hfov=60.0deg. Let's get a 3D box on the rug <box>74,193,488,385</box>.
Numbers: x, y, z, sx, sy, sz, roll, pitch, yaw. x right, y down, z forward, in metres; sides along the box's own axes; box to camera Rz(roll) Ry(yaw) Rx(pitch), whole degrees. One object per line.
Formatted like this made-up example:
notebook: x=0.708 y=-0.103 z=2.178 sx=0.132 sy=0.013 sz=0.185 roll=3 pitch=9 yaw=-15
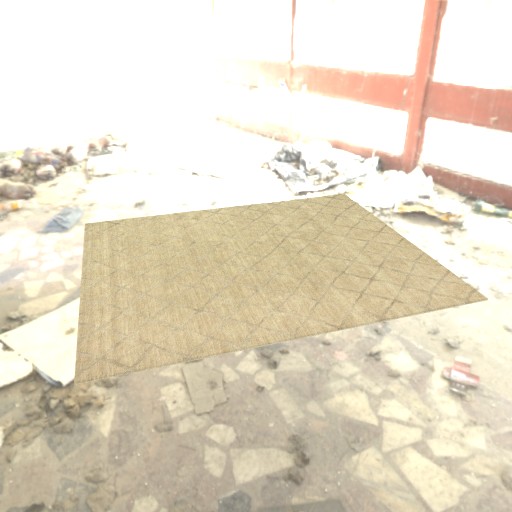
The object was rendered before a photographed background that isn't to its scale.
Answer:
rug: x=0.000 y=0.000 z=4.070 sx=3.038 sy=0.019 sz=2.420 roll=-8 pitch=30 yaw=-15
